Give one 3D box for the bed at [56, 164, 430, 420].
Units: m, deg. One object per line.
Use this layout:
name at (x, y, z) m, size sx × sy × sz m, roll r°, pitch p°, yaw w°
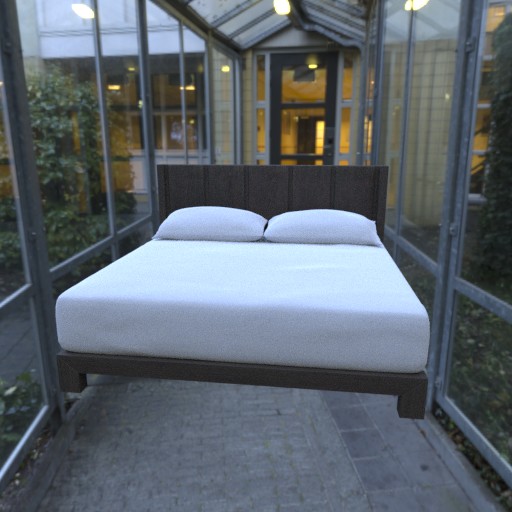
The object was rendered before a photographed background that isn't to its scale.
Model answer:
bed at (0.000, 0.000, 3.365) m, size 2.134 × 1.270 × 2.012 m, roll 2°, pitch 14°, yaw 7°
